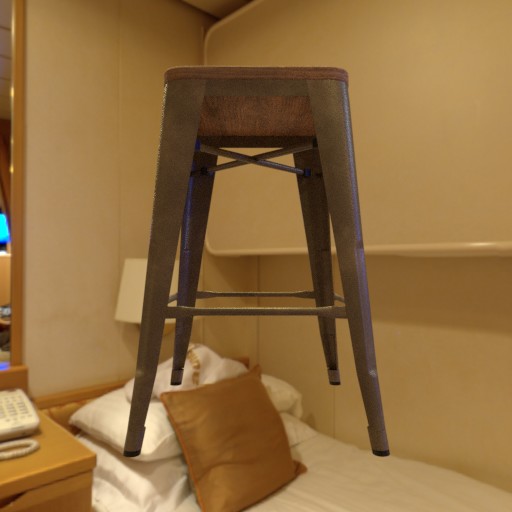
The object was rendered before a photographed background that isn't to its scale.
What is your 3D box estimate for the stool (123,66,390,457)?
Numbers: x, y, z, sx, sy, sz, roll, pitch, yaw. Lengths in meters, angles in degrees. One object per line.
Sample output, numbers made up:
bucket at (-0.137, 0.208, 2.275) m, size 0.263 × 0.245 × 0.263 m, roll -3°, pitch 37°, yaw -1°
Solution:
stool at (0.000, 0.000, 0.871) m, size 0.407 × 0.607 × 0.407 m, roll 0°, pitch -1°, yaw 0°
